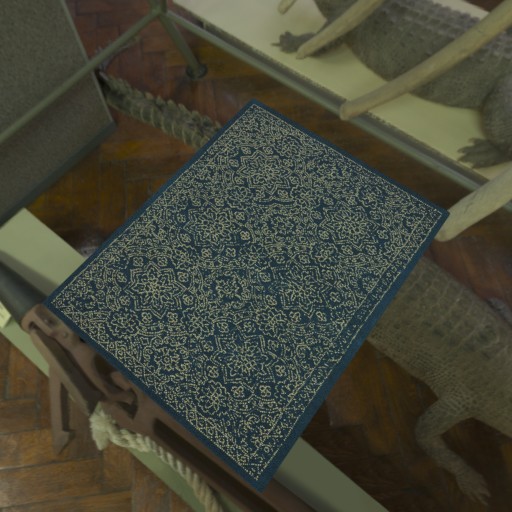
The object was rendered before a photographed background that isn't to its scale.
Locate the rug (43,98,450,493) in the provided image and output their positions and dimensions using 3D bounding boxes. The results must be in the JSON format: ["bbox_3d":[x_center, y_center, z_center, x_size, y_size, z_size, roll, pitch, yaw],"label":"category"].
[{"bbox_3d":[0.000,0.000,4.115,2.438,0.010,3.048,35,70,15],"label":"rug"}]
